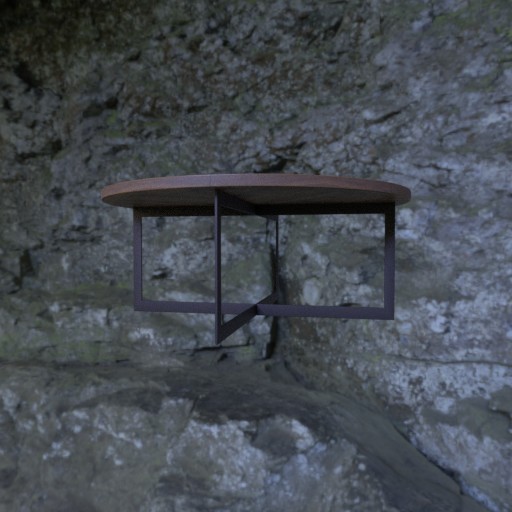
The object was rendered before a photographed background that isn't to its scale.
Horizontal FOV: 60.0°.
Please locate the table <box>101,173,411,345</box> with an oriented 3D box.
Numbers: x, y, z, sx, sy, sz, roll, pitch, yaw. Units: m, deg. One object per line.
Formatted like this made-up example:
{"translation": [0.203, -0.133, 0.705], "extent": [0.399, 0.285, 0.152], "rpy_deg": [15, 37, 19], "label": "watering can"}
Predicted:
{"translation": [0.000, 0.000, 1.922], "extent": [1.264, 0.516, 1.264], "rpy_deg": [0, 2, 0], "label": "table"}
